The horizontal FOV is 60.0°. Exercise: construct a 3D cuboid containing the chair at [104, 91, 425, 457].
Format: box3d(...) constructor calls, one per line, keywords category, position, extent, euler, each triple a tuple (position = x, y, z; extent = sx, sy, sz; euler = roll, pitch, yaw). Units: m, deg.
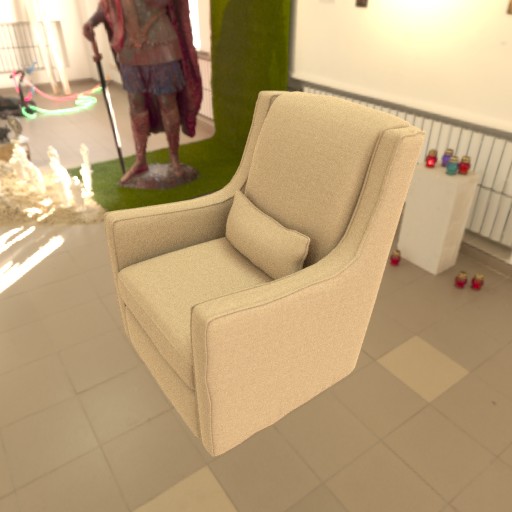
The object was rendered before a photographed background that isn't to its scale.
box3d(category="chair", position=(0.000, 0.000, 1.597), extent=(0.879, 0.993, 0.732), euler=(-21, 38, -30))
